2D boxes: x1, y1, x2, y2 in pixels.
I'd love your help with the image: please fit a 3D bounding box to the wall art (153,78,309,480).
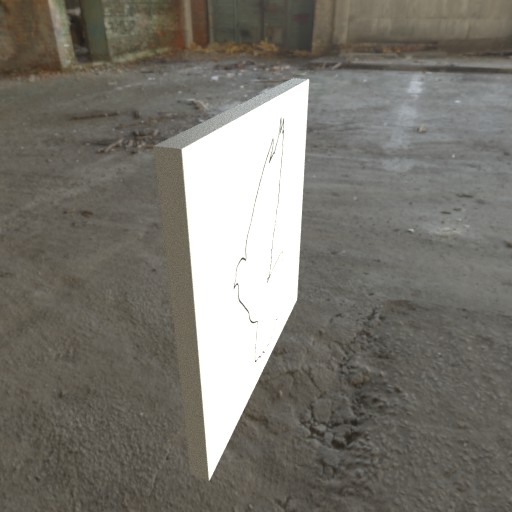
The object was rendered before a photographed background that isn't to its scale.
[{"bbox_3d":[0.000,0.000,0.914,0.038,0.610,0.610,10,31,17],"label":"wall art"}]
